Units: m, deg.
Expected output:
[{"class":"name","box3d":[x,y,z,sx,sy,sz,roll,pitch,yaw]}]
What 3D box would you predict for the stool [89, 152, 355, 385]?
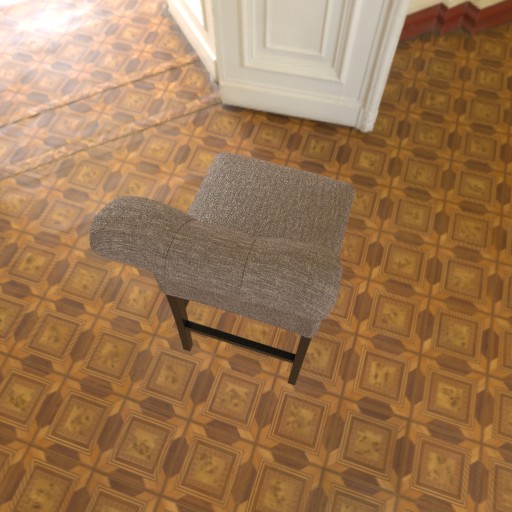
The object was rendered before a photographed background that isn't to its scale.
[{"class":"stool","box3d":[0.000,0.000,1.279,0.457,0.970,0.611,16,63,8]}]
